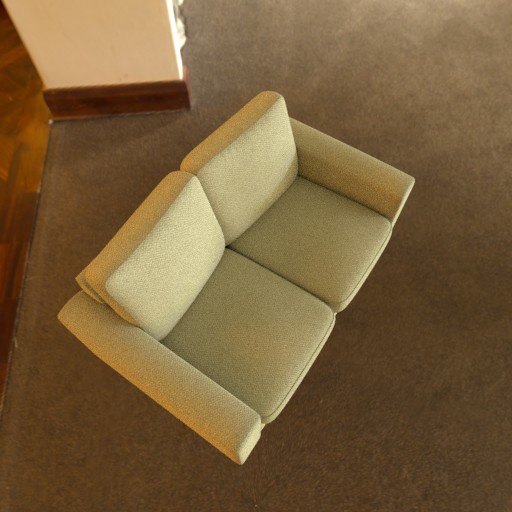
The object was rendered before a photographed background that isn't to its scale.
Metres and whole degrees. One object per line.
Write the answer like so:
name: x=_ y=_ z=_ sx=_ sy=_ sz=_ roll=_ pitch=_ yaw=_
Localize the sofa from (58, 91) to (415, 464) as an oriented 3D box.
sofa: x=0.000 y=0.000 z=2.223 sx=1.016 sy=0.873 sz=1.616 roll=31 pitch=65 yaw=16
